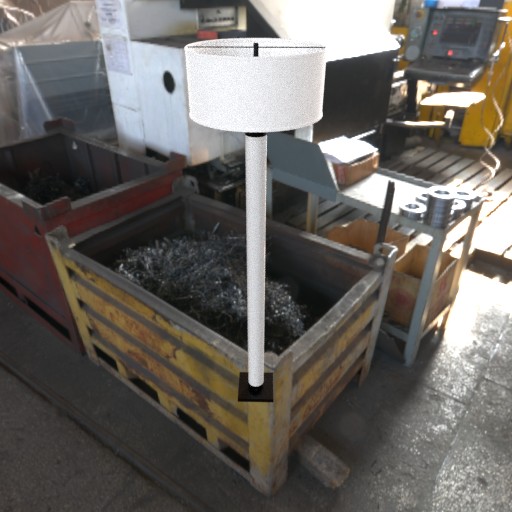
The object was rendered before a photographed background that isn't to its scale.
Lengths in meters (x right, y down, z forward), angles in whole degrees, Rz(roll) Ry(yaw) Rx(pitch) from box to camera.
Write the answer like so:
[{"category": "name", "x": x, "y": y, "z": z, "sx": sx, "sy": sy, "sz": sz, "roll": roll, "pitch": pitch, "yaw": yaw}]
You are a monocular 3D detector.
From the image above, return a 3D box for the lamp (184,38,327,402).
[{"category": "lamp", "x": 0.000, "y": 0.000, "z": 1.692, "sx": 0.420, "sy": 1.475, "sz": 0.420, "roll": 1, "pitch": 32, "yaw": 1}]
